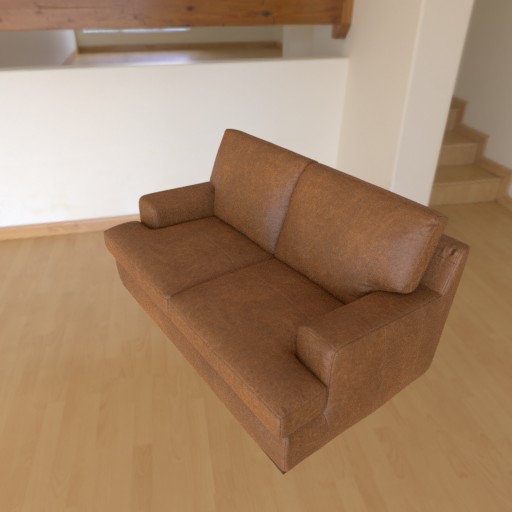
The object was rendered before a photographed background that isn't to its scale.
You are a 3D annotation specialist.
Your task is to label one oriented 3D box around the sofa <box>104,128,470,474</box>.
[{"bbox_3d":[0.000,0.000,2.501,1.144,0.966,1.880,-22,38,-30],"label":"sofa"}]
